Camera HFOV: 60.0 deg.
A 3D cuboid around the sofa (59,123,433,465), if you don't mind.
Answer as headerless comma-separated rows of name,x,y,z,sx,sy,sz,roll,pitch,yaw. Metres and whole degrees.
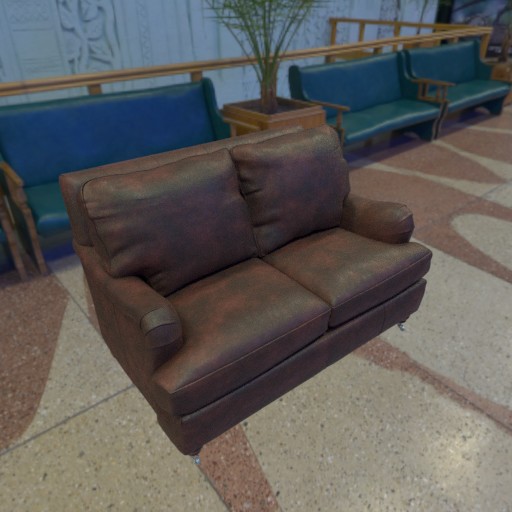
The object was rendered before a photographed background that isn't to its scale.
sofa,0.000,0.000,2.333,1.628,1.070,1.148,-22,38,-31
